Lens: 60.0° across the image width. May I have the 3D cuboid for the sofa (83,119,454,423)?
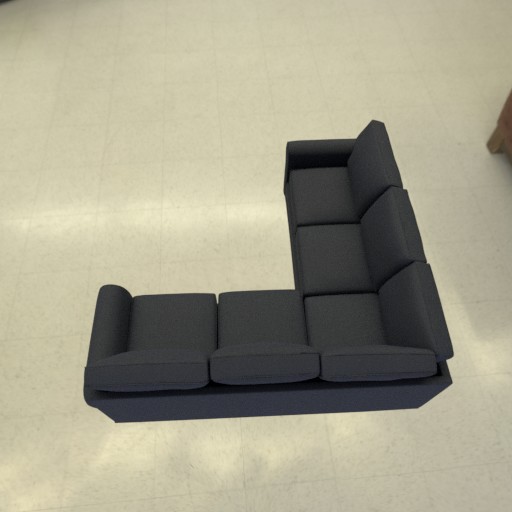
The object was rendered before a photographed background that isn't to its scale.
[{"bbox_3d":[0.000,0.000,3.843,2.562,1.042,2.487,-2,59,-1],"label":"sofa"}]
